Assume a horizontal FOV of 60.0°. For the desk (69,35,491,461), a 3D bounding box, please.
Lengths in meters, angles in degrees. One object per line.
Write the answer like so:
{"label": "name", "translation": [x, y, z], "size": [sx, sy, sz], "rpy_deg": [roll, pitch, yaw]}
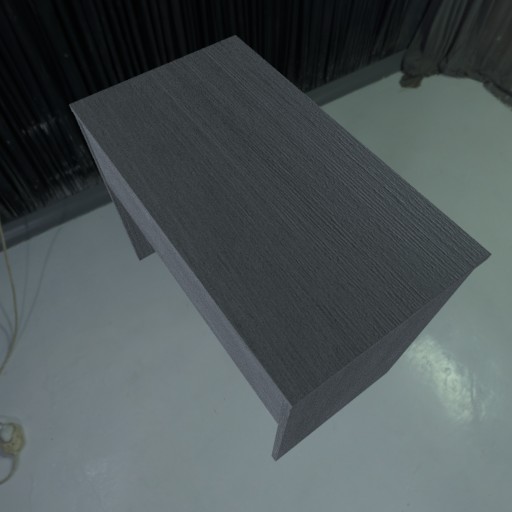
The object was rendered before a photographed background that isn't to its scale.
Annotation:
{"label": "desk", "translation": [0.000, 0.000, 1.291], "size": [0.498, 0.724, 0.893], "rpy_deg": [-31, 63, -18]}
